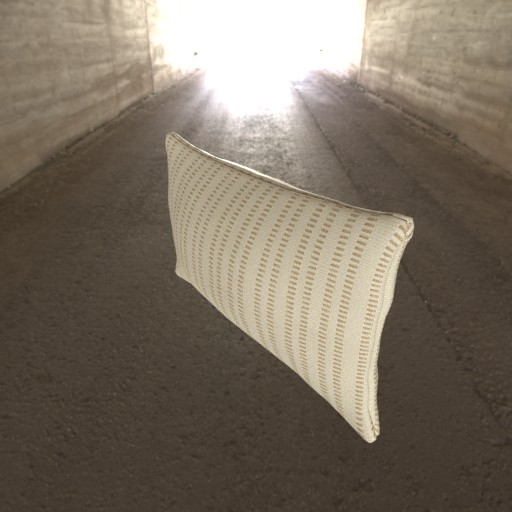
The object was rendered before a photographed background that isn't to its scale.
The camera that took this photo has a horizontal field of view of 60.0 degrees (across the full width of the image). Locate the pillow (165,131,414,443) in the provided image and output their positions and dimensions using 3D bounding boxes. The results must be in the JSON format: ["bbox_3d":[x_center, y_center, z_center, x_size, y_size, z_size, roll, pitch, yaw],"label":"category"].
[{"bbox_3d":[0.000,0.000,0.813,0.210,0.353,0.640,-18,31,-31],"label":"pillow"}]
